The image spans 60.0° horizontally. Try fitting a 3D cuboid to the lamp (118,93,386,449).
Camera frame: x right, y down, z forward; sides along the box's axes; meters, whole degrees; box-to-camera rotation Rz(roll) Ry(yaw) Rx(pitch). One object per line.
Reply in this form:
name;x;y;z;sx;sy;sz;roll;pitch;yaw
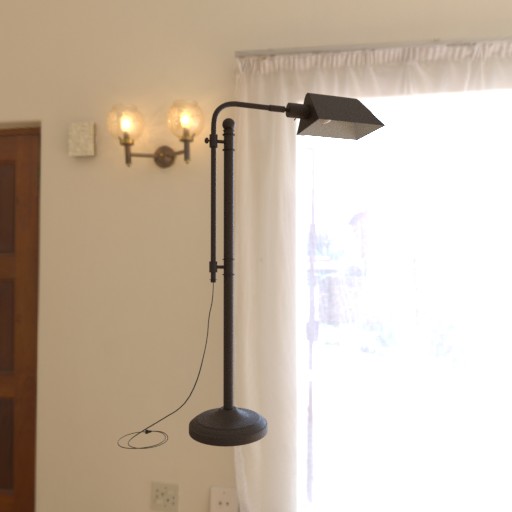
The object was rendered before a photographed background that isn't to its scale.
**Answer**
lamp;0.000;0.000;0.921;0.545;0.708;0.159;0;-1;-17
